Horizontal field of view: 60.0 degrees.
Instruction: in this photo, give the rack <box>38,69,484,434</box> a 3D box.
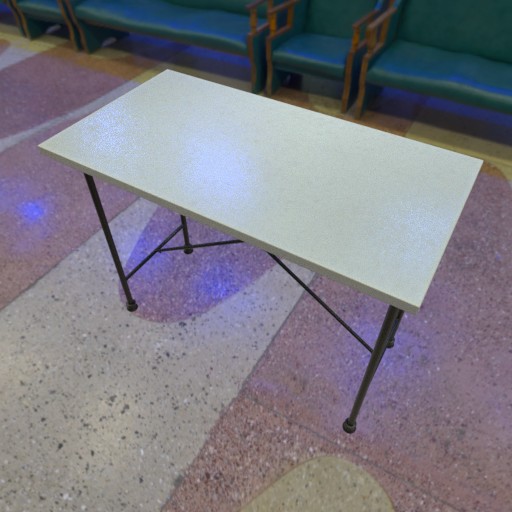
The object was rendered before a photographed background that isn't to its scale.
[{"bbox_3d":[0.000,0.000,1.617,1.159,0.880,0.613,24,51,21],"label":"rack"}]
